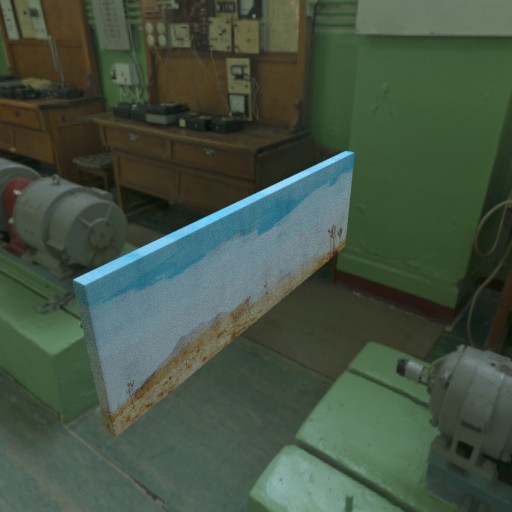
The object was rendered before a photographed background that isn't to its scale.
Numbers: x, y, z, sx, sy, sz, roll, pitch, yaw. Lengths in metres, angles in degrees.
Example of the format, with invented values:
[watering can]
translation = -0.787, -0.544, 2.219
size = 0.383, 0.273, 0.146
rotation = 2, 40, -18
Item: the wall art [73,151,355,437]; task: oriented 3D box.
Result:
[wall art]
translation = 0.000, 0.000, 0.858
size = 0.044, 0.254, 0.759
rotation = 18, 32, 31
